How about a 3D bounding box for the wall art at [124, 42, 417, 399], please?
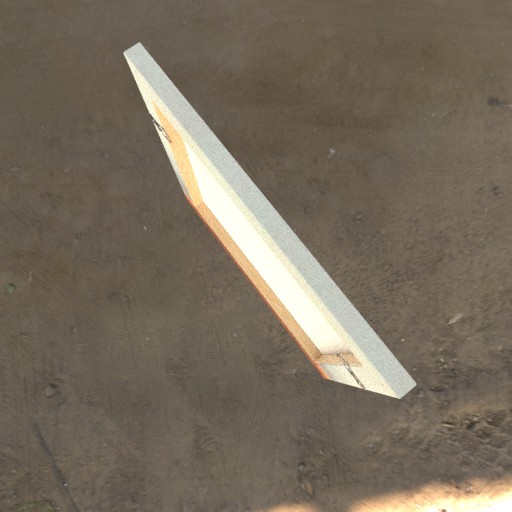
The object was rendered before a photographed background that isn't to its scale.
[{"bbox_3d":[0.000,0.000,0.593,0.023,0.405,0.405,-37,79,-8],"label":"wall art"}]
